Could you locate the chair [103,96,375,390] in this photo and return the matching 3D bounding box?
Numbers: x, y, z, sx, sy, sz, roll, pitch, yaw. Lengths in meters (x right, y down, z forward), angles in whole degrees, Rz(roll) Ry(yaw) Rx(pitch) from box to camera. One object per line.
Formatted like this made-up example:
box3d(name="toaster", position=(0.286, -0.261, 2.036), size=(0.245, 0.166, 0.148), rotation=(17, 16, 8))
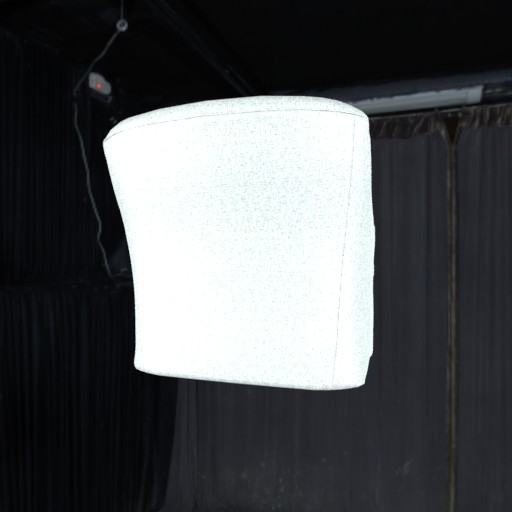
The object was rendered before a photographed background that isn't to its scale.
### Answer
box3d(name="chair", position=(0.000, 0.000, 1.631), size=(0.864, 0.856, 0.923), rotation=(0, -1, 19))
